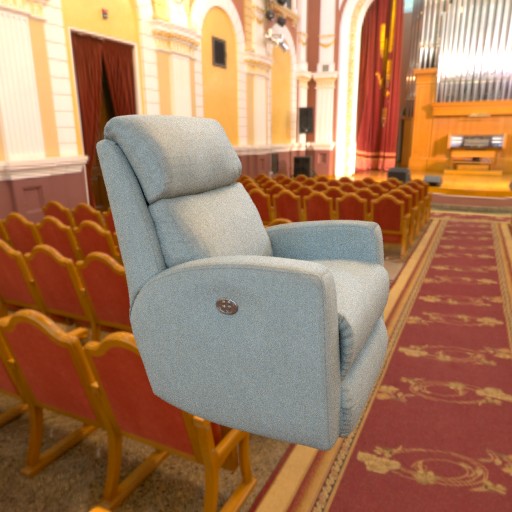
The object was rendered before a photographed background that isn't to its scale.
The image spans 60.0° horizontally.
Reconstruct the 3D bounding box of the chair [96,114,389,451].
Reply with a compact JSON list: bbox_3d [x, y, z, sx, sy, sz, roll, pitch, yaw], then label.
[{"bbox_3d":[0.000,0.000,1.668,0.940,1.016,0.794,8,17,25],"label":"chair"}]
